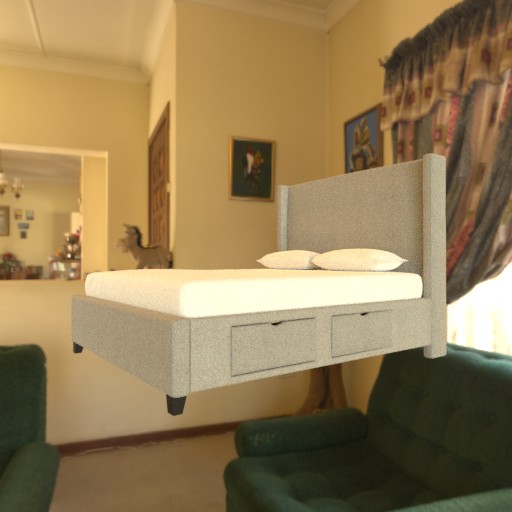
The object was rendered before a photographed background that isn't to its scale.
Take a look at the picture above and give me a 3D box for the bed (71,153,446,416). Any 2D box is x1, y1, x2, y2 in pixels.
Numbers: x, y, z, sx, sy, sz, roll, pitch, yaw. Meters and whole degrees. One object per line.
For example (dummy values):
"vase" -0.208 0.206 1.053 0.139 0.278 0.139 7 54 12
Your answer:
"bed" 0.000 0.000 3.348 2.222 1.491 1.774 0 -1 -36
